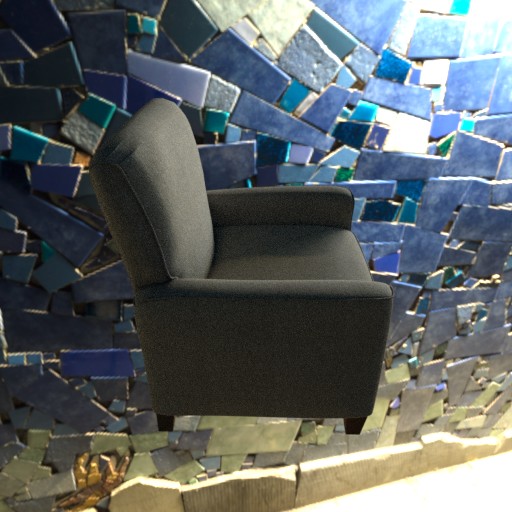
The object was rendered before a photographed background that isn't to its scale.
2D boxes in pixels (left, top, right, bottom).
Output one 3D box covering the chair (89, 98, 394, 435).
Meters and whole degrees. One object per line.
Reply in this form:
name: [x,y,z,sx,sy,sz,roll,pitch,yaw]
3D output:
chair: [0.000,0.000,1.632,0.858,1.028,0.841,1,31,1]
